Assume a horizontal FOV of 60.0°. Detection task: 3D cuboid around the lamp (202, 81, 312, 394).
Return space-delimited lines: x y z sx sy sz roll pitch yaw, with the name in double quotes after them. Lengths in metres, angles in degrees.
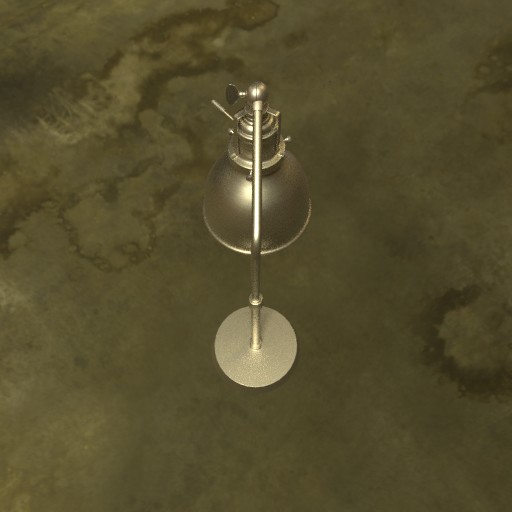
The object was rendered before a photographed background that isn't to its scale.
0.000 0.000 0.589 0.153 0.456 0.286 0 64 0 "lamp"
